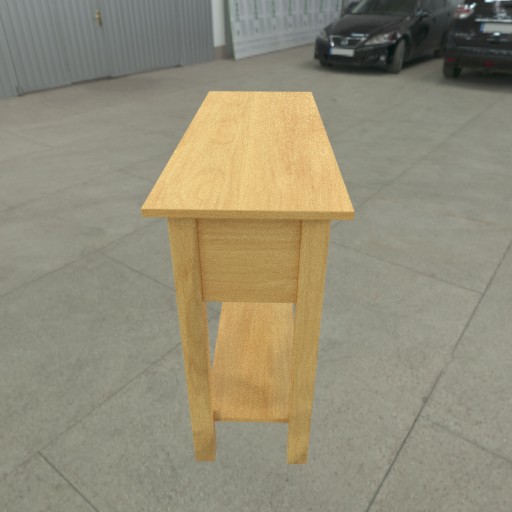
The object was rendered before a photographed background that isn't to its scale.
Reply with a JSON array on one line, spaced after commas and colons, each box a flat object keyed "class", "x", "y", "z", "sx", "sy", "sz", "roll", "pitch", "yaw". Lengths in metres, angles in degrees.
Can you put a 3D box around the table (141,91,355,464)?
[{"class": "table", "x": 0.000, "y": 0.000, "z": 1.276, "sx": 0.340, "sy": 0.728, "sz": 0.900, "roll": 1, "pitch": 32, "yaw": 2}]
